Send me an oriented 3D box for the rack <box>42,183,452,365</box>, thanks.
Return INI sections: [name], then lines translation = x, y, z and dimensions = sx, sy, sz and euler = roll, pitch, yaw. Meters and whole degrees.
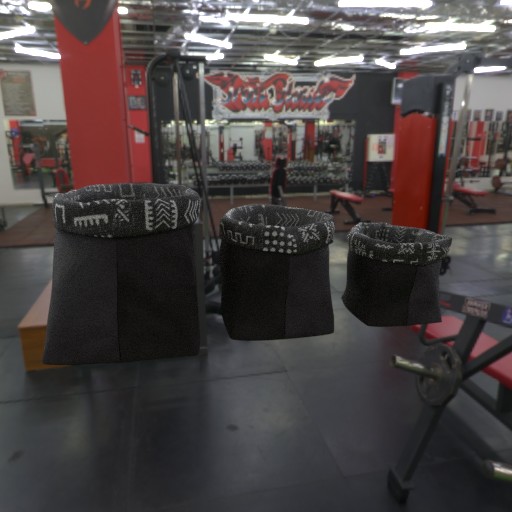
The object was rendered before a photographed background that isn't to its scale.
[rack]
translation = 0.000, 0.000, 1.047
dimensions = 0.905, 0.323, 0.379
euler = -3, 15, -9
